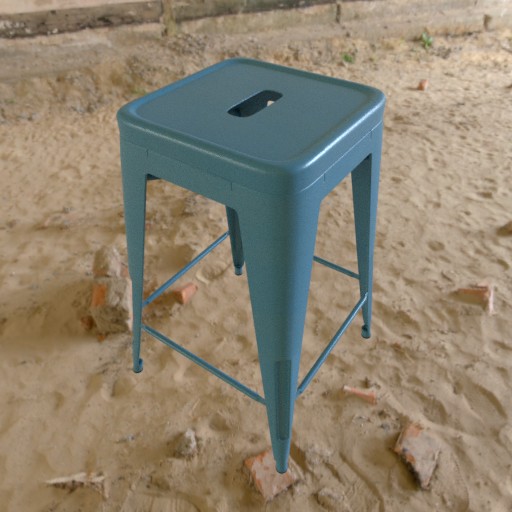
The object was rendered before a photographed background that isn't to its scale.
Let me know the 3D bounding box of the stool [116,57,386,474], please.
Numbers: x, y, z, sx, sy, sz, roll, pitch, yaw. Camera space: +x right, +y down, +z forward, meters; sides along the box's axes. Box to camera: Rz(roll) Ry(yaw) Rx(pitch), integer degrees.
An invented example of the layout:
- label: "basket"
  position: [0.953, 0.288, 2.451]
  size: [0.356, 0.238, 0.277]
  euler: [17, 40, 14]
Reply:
- label: "stool"
  position: [0.000, 0.000, 0.848]
  size: [0.410, 0.608, 0.410]
  euler: [25, 47, 25]
